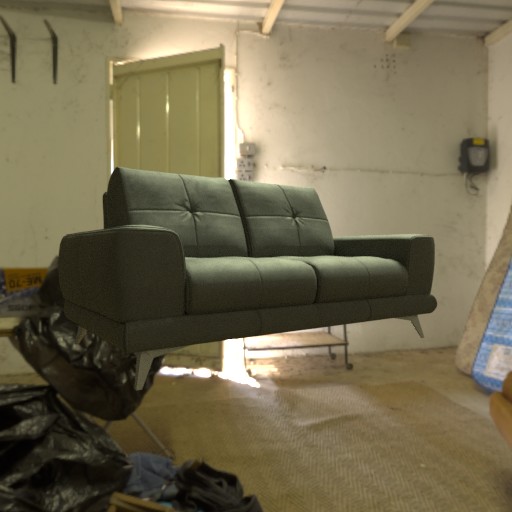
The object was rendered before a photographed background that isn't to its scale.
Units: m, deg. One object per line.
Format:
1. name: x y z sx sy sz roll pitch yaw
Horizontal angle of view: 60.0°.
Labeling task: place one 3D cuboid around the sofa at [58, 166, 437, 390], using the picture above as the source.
1. sofa: 0.000 0.000 2.362 1.806 0.907 1.018 -1 1 -35
